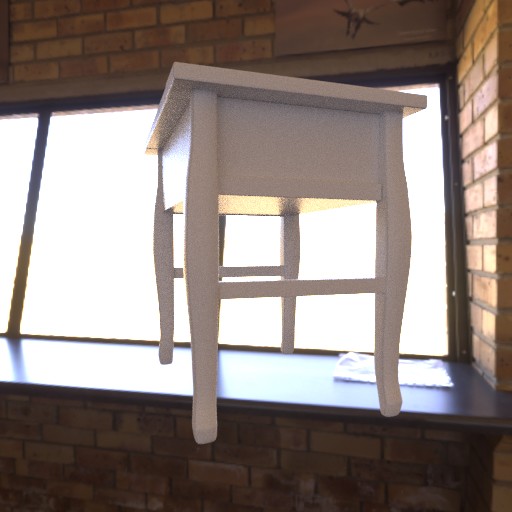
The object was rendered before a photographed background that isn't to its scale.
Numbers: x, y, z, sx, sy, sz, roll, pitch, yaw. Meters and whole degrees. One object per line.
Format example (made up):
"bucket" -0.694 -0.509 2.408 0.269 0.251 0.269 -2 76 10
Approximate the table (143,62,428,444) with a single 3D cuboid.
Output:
"table" 0.000 0.000 1.029 0.463 0.605 0.599 0 1 -19
